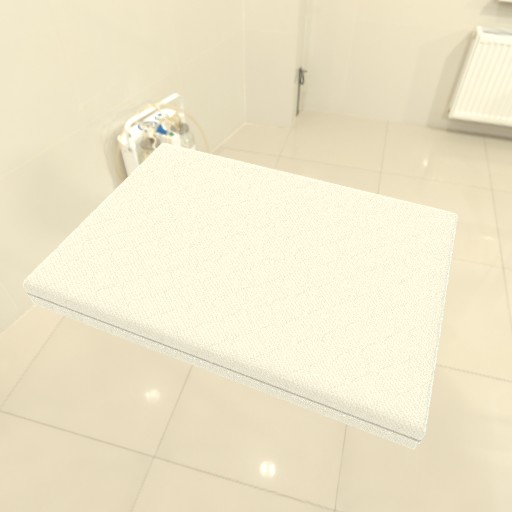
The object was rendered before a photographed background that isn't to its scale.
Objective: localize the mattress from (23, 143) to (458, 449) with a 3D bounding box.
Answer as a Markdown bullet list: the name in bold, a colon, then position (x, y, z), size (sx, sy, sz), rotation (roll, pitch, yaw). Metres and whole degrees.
- **mattress**: position (0.000, 0.000, 2.471), size (2.000, 0.200, 1.400), rotation (17, 49, 15)
